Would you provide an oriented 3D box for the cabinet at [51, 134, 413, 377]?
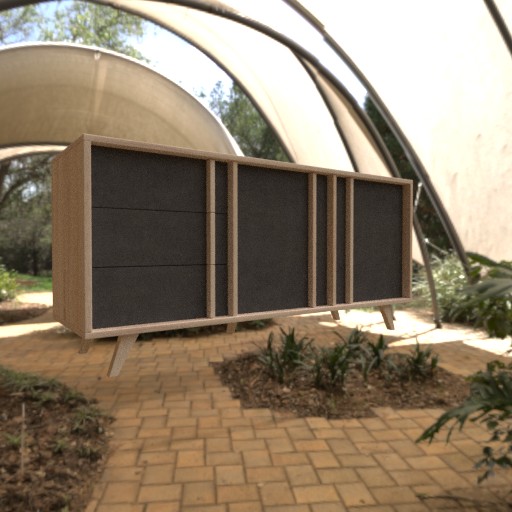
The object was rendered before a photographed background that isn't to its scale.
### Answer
[{"bbox_3d":[0.000,0.000,2.049,1.650,0.780,0.500,-1,1,-35],"label":"cabinet"}]
